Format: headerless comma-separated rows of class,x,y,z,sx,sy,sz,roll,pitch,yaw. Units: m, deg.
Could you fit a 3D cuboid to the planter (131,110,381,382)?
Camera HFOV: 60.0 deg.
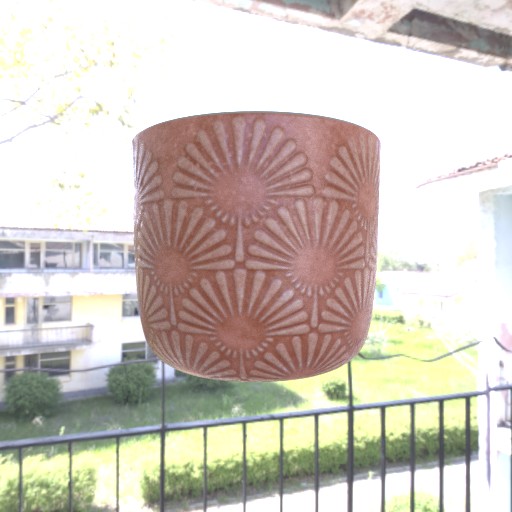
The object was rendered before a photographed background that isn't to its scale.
planter,0.000,0.000,0.227,0.124,0.109,0.124,0,0,0
